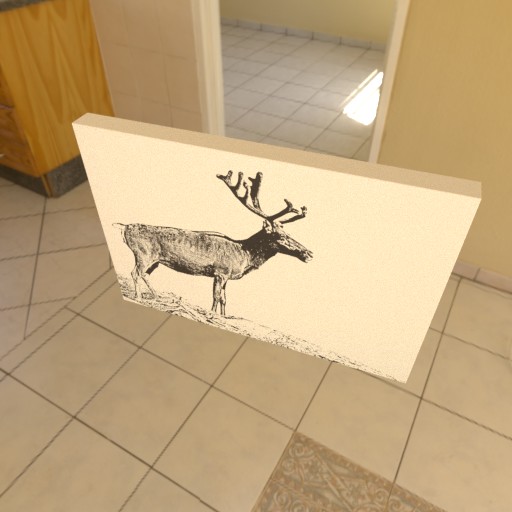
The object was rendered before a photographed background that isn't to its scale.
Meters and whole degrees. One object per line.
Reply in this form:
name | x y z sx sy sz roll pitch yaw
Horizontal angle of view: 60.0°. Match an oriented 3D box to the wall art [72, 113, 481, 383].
wall art | 0.000 0.000 0.778 0.608 0.414 0.042 14 44 15
